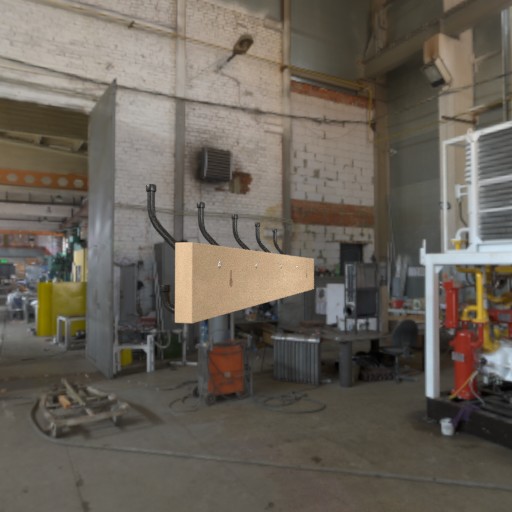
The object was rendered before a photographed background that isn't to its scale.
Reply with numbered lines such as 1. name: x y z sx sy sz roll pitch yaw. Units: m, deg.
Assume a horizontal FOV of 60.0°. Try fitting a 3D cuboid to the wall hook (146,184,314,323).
1. wall hook: 0.000 0.000 0.611 0.071 0.117 0.571 0 -2 16
